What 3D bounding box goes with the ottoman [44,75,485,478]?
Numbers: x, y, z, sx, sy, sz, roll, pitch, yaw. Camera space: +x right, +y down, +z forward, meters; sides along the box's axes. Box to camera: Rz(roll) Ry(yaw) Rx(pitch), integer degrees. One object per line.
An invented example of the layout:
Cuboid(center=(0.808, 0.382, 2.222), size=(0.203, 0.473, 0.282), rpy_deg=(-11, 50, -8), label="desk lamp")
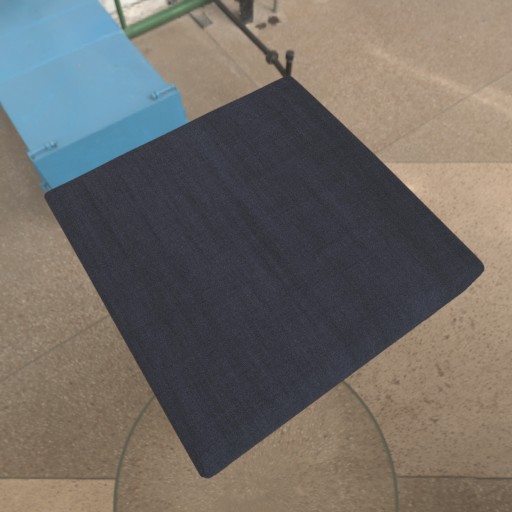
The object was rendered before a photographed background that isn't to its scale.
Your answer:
Cuboid(center=(0.000, 0.000, 1.360), size=(0.889, 0.411, 0.890), rpy_deg=(-31, 67, -15), label="ottoman")
